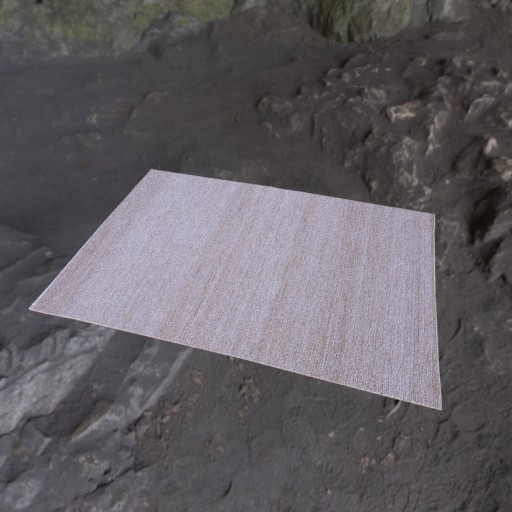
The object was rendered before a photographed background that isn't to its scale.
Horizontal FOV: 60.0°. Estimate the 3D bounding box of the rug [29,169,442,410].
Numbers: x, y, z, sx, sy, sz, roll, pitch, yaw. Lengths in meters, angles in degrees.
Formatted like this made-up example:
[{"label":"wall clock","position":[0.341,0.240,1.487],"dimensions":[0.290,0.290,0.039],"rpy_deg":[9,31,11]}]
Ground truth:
[{"label":"rug","position":[0.000,0.000,2.892],"dimensions":[2.283,0.030,1.596],"rpy_deg":[11,43,12]}]
